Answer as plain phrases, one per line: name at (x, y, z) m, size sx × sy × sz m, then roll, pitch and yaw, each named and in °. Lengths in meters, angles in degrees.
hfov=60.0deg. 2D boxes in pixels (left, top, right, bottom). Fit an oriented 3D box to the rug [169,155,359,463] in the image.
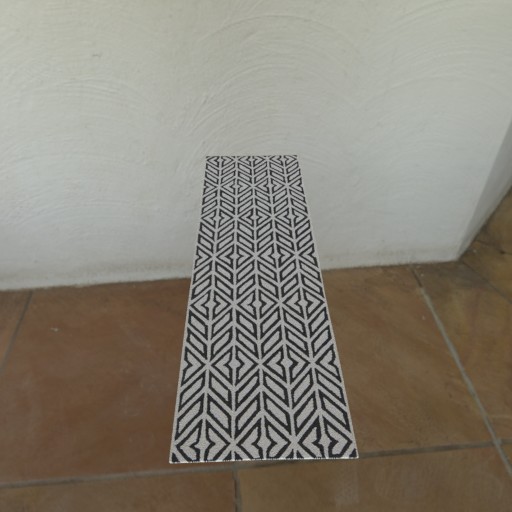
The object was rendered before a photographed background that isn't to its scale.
rug at (0.000, 0.000, 2.659) m, size 0.750 × 0.009 × 2.435 m, roll -1°, pitch 42°, yaw -1°
